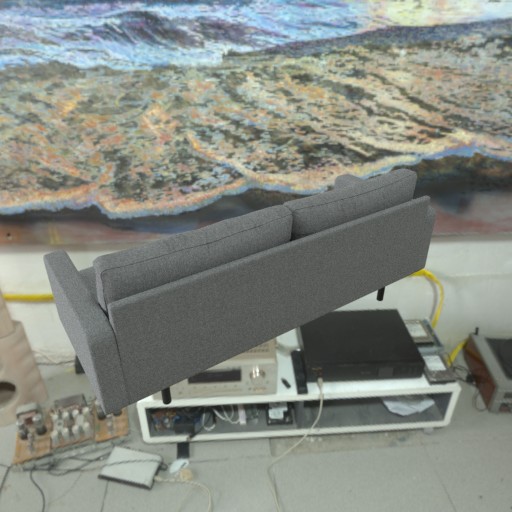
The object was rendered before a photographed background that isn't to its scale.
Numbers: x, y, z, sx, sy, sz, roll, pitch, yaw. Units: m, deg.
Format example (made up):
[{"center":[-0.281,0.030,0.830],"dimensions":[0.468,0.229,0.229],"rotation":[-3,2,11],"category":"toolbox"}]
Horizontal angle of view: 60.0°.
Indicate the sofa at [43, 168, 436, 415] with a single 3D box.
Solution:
[{"center":[0.000,0.000,2.678],"dimensions":[2.200,0.880,0.880],"rotation":[-19,35,-29],"category":"sofa"}]
